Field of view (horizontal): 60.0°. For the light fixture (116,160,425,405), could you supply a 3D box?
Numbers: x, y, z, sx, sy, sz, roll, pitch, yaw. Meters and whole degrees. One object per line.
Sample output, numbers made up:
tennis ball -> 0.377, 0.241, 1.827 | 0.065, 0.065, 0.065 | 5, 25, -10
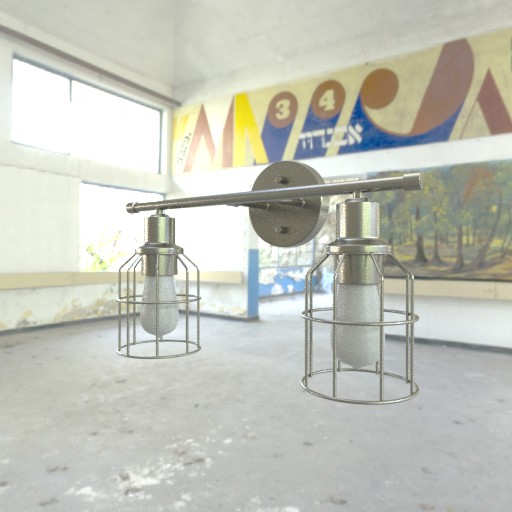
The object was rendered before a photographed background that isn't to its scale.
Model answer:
light fixture -> 0.000, 0.000, 0.539 | 0.406, 0.254, 0.165 | 0, 0, 36
